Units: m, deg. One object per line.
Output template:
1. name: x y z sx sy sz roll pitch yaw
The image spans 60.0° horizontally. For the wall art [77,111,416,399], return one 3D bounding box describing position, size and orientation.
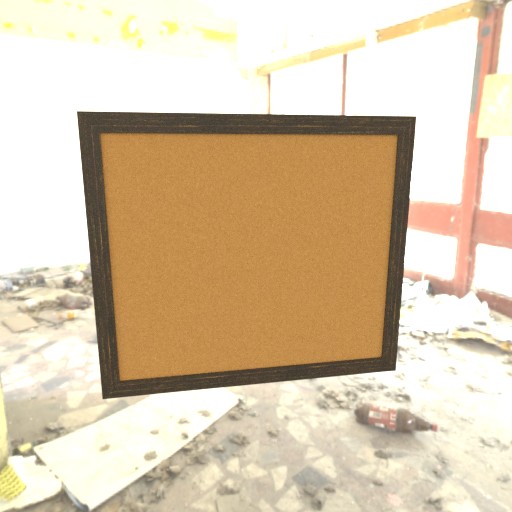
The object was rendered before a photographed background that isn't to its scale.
1. wall art: 0.000 0.000 0.543 0.381 0.330 0.031 -3 14 -11
